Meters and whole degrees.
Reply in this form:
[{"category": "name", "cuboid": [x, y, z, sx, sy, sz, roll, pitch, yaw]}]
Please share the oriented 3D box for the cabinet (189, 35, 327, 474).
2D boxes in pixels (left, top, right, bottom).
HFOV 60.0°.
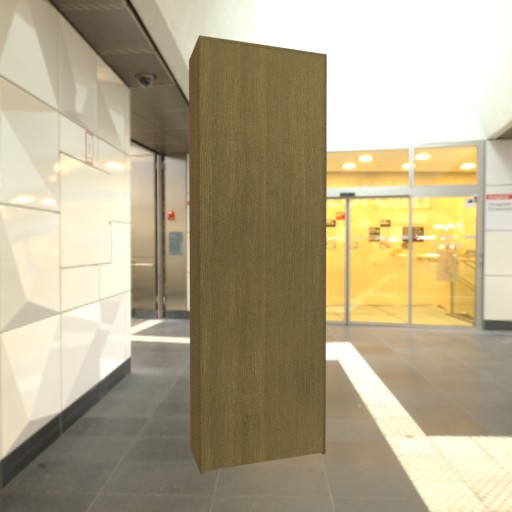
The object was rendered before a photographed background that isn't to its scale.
[{"category": "cabinet", "cuboid": [0.000, 0.000, 1.846, 0.520, 1.630, 0.255, 0, 1, -18]}]
